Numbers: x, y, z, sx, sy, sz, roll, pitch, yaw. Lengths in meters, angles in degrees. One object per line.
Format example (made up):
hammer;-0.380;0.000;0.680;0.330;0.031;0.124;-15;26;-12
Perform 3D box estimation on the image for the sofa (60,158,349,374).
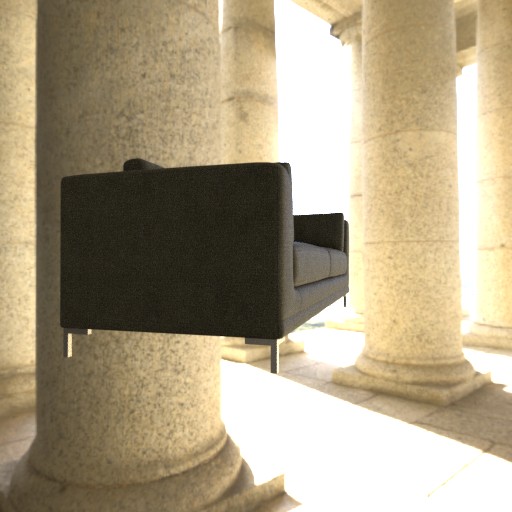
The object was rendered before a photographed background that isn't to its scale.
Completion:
sofa;0.000;0.000;2.855;0.969;0.867;2.415;0;-1;17
